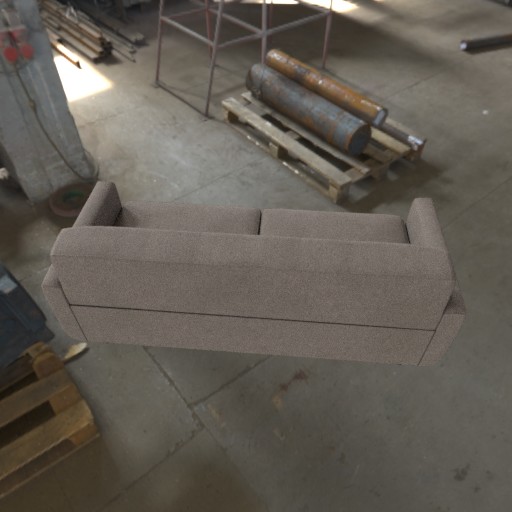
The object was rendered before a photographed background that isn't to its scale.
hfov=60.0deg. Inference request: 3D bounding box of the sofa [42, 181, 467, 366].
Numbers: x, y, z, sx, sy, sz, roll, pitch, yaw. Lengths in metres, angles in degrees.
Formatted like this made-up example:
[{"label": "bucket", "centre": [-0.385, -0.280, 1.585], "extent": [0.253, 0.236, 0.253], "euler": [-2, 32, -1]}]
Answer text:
[{"label": "sofa", "centre": [0.000, 0.000, 2.506], "extent": [2.029, 0.841, 0.909], "euler": [3, 47, 3]}]
